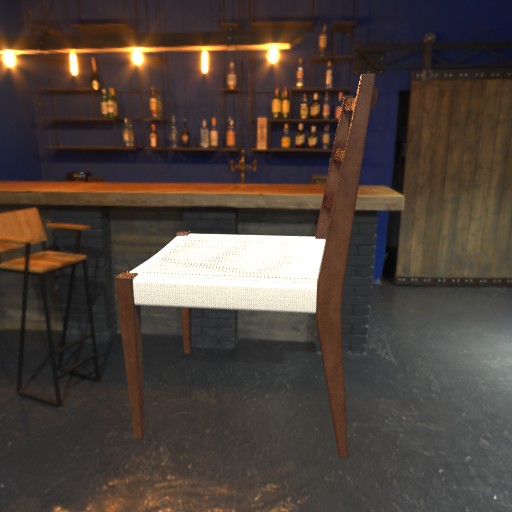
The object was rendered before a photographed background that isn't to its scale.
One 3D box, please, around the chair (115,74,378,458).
[{"bbox_3d":[0.000,0.000,1.147,0.551,0.813,0.480,2,15,7],"label":"chair"}]
